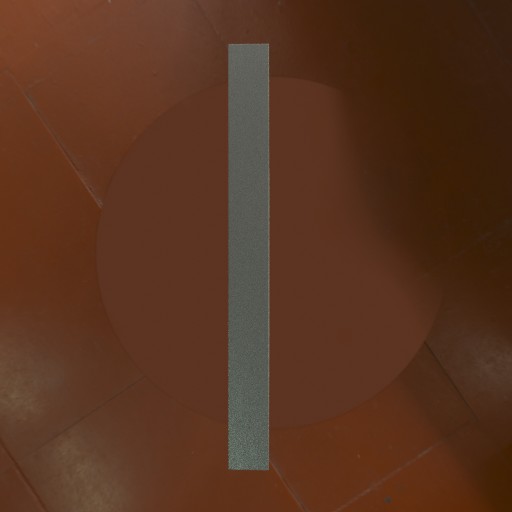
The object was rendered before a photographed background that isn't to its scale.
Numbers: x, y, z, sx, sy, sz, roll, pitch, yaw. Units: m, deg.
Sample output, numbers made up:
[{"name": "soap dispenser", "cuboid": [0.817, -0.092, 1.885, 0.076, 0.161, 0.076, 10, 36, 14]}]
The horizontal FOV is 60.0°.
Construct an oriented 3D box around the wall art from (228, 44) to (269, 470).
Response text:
[{"name": "wall art", "cuboid": [0.000, 0.000, 0.510, 0.030, 0.379, 0.308, 0, 90, 2]}]
